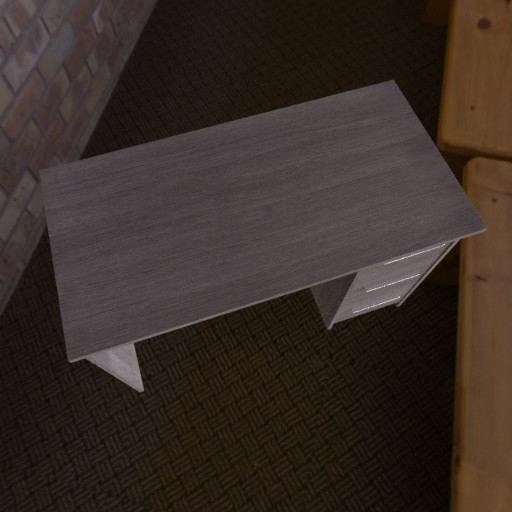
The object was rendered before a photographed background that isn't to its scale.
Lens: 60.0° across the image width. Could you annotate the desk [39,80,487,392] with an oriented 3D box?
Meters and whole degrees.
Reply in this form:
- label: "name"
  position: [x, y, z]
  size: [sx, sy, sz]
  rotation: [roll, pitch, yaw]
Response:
- label: "desk"
  position: [0.000, 0.000, 1.537]
  size: [1.097, 0.735, 0.560]
  rotation: [-17, 66, -8]
